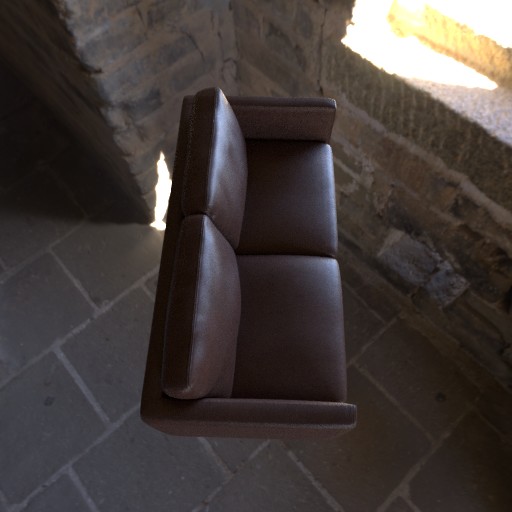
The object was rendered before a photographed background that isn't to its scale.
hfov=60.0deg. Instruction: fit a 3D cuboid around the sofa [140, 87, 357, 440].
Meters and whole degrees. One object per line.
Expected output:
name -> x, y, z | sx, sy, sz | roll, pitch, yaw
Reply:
sofa -> 0.000, 0.000, 2.514 | 0.951, 0.933, 1.883 | 1, 64, 1
